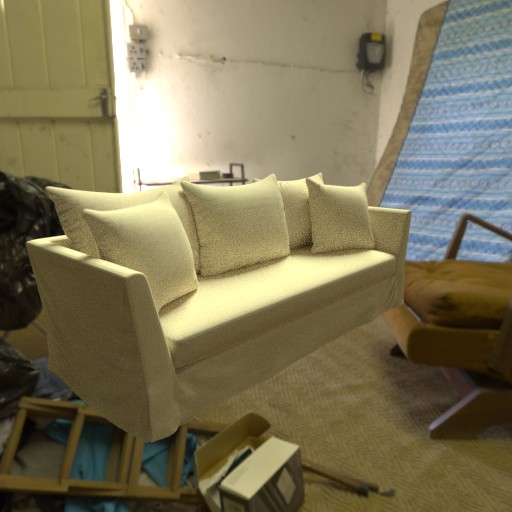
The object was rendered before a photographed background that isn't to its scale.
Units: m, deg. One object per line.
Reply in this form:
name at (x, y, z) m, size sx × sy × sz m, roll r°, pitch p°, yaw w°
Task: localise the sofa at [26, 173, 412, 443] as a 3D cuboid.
sofa at (0.000, 0.000, 2.909) m, size 1.030 × 1.042 × 2.484 m, roll 12°, pitch 18°, yaw 41°
